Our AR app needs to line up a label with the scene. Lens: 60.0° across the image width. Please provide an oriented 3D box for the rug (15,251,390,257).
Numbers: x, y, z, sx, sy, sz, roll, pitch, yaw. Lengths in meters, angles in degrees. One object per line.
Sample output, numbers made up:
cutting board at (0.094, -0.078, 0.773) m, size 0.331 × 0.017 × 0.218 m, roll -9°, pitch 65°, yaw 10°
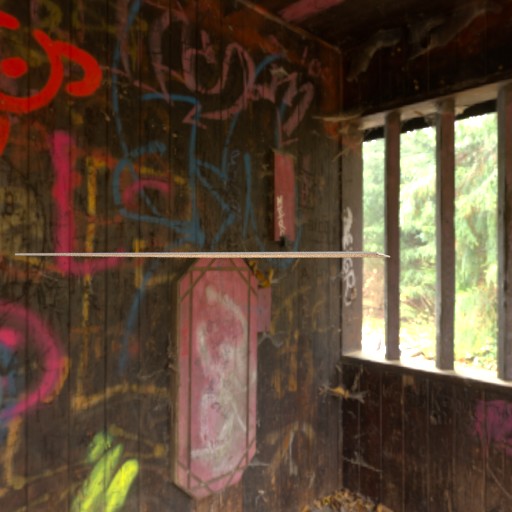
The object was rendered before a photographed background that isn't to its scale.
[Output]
rug at (0.000, 0.000, 4.221) m, size 2.393 × 0.013 × 3.307 m, roll 0°, pitch -1°, yaw 18°
